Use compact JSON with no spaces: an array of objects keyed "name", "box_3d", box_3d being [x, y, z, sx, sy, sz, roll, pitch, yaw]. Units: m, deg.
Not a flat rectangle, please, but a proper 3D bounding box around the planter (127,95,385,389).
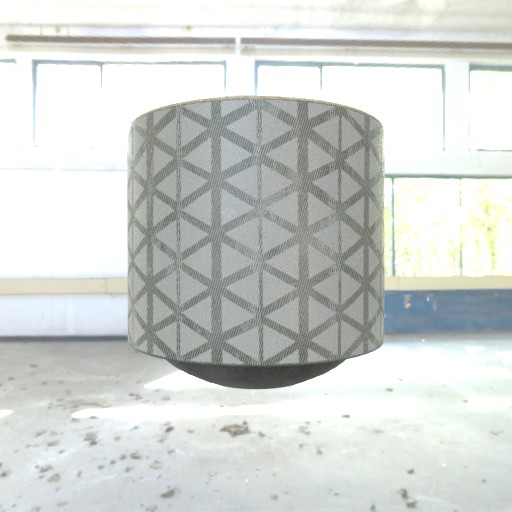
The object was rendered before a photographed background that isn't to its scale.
[{"name":"planter","box_3d":[0.000,0.000,0.449,0.250,0.239,0.250,0,1,0]}]
